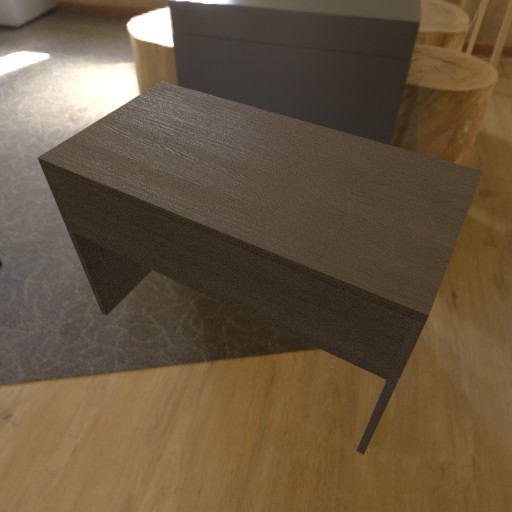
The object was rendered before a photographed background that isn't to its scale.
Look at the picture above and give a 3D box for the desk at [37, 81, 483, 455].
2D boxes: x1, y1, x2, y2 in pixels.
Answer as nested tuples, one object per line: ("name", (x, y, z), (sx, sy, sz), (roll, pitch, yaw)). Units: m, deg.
("desk", (0.000, 0.000, 1.486), (1.099, 0.729, 0.557), (22, 50, 20))
